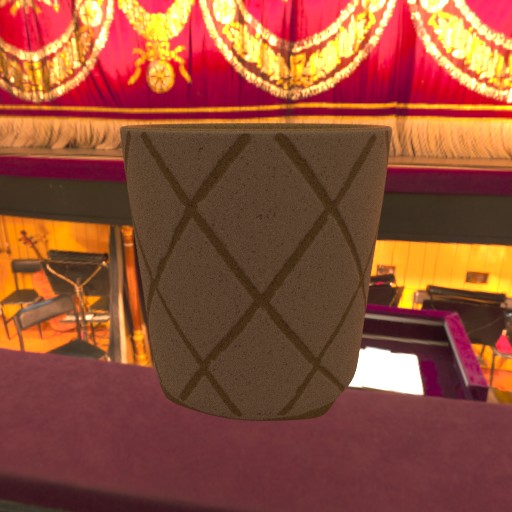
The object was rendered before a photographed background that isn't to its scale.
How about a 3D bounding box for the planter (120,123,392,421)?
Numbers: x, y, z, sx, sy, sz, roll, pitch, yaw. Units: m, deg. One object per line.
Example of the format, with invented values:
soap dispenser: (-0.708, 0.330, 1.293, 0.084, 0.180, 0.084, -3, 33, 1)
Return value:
planter: (0.000, 0.000, 0.353, 0.191, 0.199, 0.191, 0, 18, 0)
